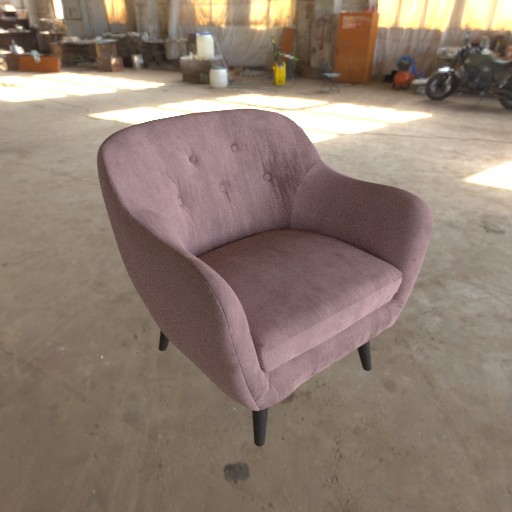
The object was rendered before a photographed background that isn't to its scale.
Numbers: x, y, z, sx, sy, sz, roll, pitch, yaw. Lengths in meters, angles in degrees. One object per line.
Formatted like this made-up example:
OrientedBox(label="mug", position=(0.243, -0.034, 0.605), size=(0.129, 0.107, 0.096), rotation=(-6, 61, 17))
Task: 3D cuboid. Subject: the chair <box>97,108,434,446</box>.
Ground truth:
OrientedBox(label="chair", position=(0.000, 0.000, 1.495), size=(0.840, 0.820, 0.820), rotation=(-21, 36, -33))
